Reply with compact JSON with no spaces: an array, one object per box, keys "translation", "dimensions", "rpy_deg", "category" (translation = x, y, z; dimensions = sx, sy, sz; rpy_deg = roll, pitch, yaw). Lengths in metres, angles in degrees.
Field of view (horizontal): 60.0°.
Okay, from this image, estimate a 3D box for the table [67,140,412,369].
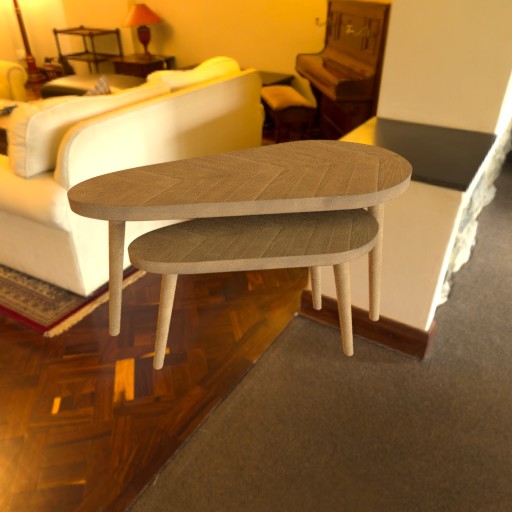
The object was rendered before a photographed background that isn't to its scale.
[{"translation":[0.000,0.000,1.631],"dimensions":[1.190,0.595,0.701],"rpy_deg":[-9,33,-15],"category":"table"}]
